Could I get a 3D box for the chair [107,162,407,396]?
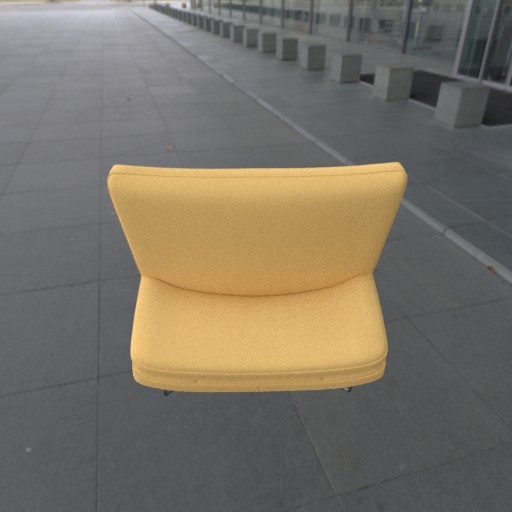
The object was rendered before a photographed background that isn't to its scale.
[{"bbox_3d":[0.000,0.000,1.654,0.859,0.855,1.008,-1,31,-1],"label":"chair"}]
